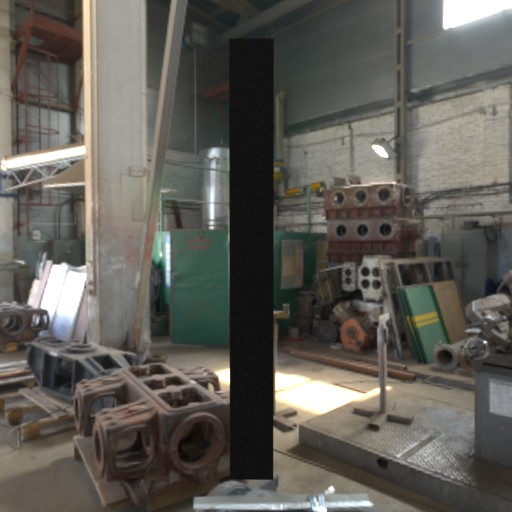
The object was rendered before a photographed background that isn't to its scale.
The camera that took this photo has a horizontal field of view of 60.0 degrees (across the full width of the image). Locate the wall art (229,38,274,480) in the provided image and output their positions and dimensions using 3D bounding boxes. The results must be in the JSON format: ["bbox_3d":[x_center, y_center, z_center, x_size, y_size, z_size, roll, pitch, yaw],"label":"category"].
[{"bbox_3d":[0.000,0.000,0.460,0.030,0.305,0.308,0,2,1],"label":"wall art"}]
